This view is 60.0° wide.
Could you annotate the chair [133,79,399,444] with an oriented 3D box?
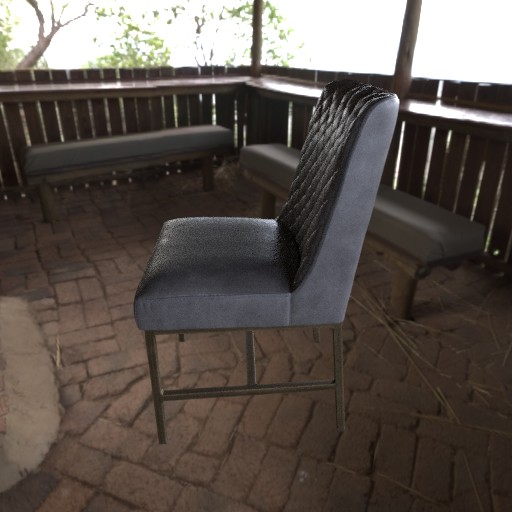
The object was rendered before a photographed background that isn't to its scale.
[{"bbox_3d":[0.000,0.000,1.232,0.587,0.889,0.508,-1,25,-2],"label":"chair"}]
